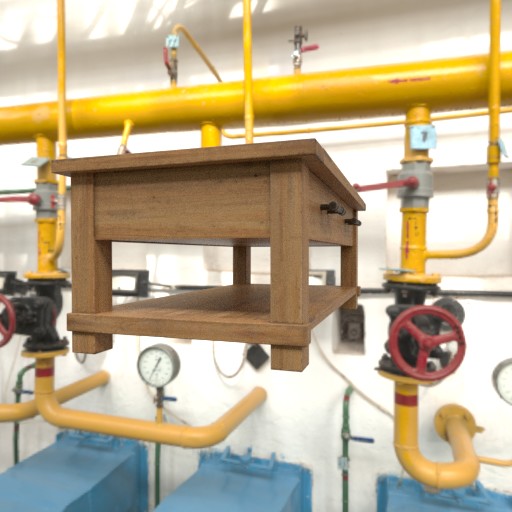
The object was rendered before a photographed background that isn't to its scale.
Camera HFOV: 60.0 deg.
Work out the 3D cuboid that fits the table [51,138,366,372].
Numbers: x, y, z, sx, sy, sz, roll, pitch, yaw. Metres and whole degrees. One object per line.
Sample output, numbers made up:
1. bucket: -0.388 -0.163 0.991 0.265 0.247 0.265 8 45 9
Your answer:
1. table: 0.000 0.000 1.620 0.693 0.494 1.270 0 0 18
